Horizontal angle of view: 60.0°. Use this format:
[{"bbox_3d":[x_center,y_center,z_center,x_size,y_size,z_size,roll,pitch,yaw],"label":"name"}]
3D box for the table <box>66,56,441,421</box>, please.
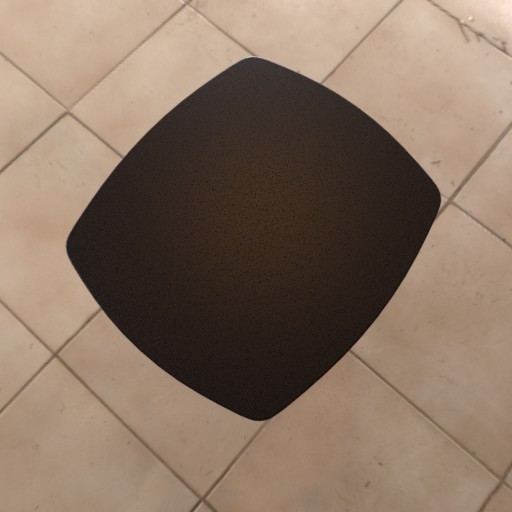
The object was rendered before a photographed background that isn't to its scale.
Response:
[{"bbox_3d":[0.000,0.000,0.891,0.457,0.457,0.508,39,79,9],"label":"table"}]
